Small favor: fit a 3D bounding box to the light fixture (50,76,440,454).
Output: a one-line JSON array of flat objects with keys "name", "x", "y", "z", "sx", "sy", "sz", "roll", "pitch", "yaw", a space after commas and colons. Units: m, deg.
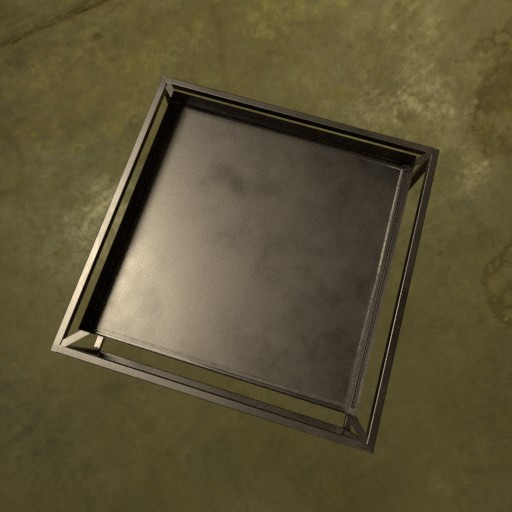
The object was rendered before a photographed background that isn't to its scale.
[{"name": "light fixture", "x": 0.000, "y": 0.000, "z": 0.690, "sx": 0.441, "sy": 0.191, "sz": 0.441, "roll": 16, "pitch": 76, "yaw": 4}]
